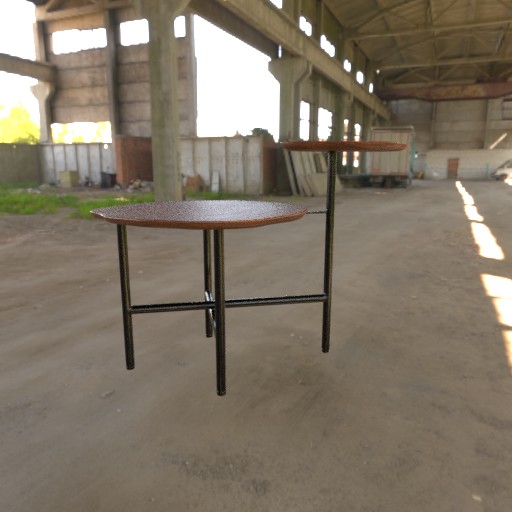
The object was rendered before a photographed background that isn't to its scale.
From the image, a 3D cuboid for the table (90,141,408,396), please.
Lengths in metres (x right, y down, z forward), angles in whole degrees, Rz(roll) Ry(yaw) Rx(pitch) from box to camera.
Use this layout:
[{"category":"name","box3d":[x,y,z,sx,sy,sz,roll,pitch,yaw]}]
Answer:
[{"category":"table","box3d":[0.000,0.000,1.085,0.759,0.538,0.442,-2,12,-10]}]
